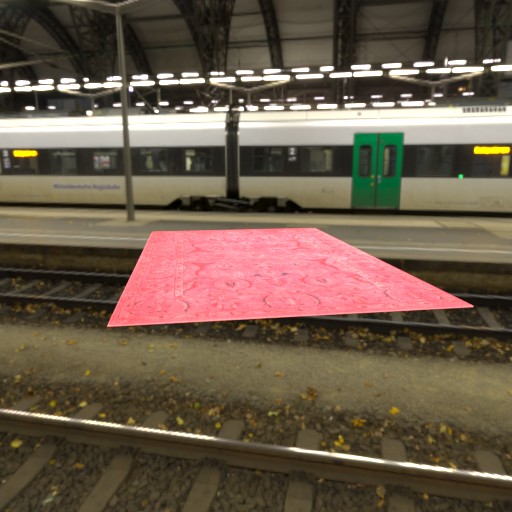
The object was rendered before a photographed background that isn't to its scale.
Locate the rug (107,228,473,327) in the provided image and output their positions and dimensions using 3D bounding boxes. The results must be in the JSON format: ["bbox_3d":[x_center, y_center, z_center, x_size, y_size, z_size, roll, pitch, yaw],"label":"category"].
[{"bbox_3d":[0.000,0.000,2.982,1.534,0.010,2.423,-2,12,-9],"label":"rug"}]
